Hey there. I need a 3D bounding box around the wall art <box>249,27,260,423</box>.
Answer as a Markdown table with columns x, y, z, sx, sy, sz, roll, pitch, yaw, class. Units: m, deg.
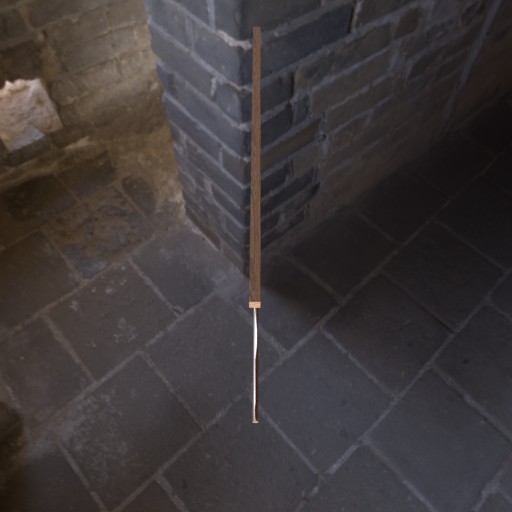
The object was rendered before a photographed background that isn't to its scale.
| x | y | z | sx | sy | sz | roll | pitch | yaw | class |
| --- | --- | --- | --- | --- | --- | --- | --- | --- | --- |
| 0.000 | 0.000 | 0.700 | 0.010 | 0.507 | 0.404 | 0 | 58 | 0 | wall art |
